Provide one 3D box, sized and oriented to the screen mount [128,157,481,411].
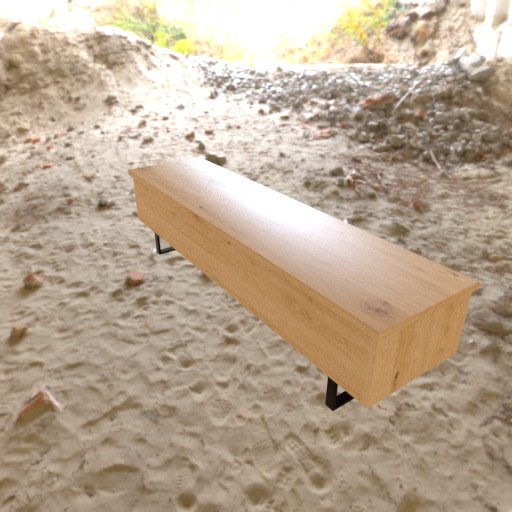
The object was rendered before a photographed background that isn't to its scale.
[{"bbox_3d":[0.000,0.000,1.912,0.450,0.430,1.700,-18,32,-31],"label":"screen mount"}]
